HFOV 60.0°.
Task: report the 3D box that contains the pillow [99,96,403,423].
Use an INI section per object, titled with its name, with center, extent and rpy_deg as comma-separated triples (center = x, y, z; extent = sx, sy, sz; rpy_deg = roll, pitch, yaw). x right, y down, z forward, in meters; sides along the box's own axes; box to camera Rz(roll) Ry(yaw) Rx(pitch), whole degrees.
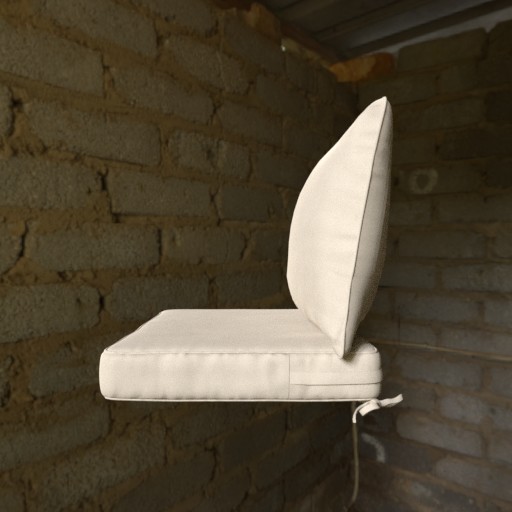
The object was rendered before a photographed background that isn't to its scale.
[pillow]
center = 0.000, 0.000, 1.340
extent = 0.733, 0.716, 0.798
rpy_deg = 0, 1, 0
